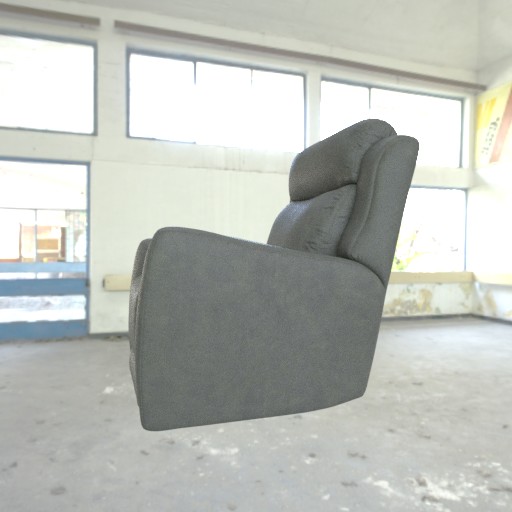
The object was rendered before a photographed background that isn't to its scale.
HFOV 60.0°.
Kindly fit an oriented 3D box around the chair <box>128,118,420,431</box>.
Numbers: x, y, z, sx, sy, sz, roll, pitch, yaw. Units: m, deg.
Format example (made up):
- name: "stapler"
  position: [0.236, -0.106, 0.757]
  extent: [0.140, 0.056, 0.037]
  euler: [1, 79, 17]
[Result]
- name: "chair"
  position: [0.000, 0.000, 1.940]
  extent: [1.068, 1.116, 0.967]
  euler: [0, 0, -17]
